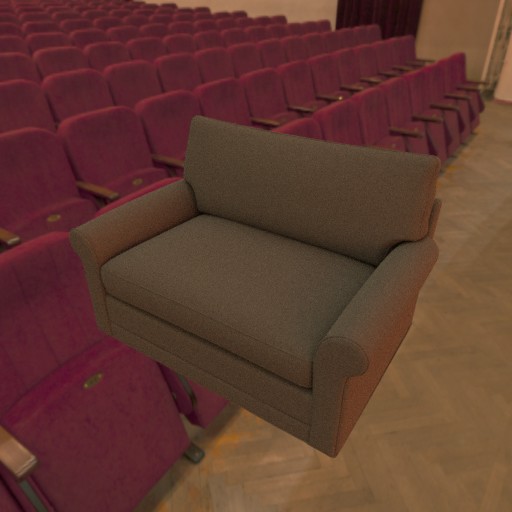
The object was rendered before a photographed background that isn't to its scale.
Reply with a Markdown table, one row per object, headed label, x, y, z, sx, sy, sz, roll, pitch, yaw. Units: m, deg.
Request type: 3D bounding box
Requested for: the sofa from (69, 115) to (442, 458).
| label | x | y | z | sx | sy | sz | roll | pitch | yaw |
| --- | --- | --- | --- | --- | --- | --- | --- | --- | --- |
| sofa | 0.000 | 0.000 | 1.992 | 1.410 | 0.953 | 0.940 | 19 | 36 | 29 |
